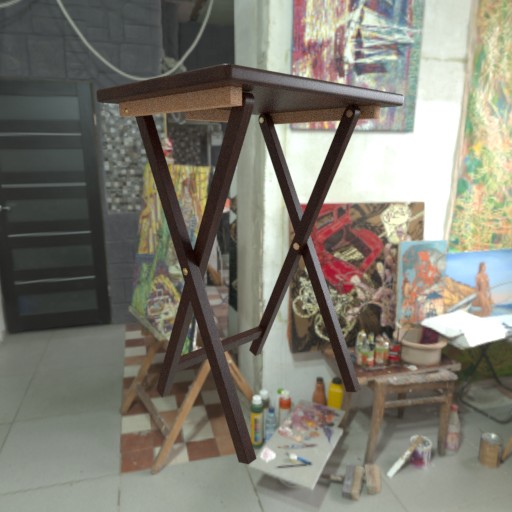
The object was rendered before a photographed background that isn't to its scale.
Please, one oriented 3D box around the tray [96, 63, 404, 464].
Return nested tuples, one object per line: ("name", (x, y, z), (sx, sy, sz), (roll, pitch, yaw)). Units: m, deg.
("tray", (0.000, 0.000, 0.947), (0.483, 0.660, 0.381), (-13, 18, -43))
